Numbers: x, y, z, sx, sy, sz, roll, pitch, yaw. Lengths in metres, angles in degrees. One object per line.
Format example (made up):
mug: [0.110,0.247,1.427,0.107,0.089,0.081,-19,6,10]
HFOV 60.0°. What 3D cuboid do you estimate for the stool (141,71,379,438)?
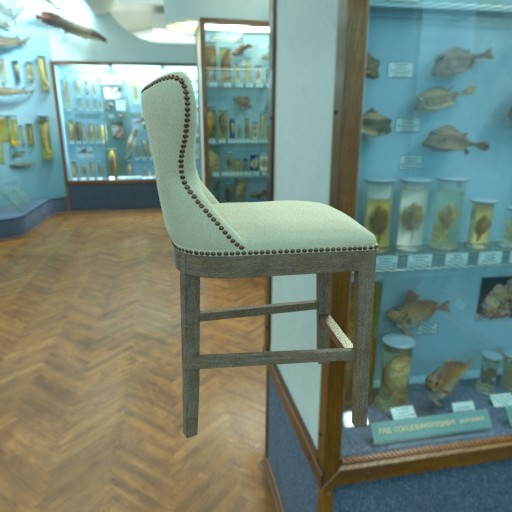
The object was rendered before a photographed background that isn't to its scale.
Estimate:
stool: [0.000,0.000,1.334,0.608,0.981,0.498,-3,16,-9]
